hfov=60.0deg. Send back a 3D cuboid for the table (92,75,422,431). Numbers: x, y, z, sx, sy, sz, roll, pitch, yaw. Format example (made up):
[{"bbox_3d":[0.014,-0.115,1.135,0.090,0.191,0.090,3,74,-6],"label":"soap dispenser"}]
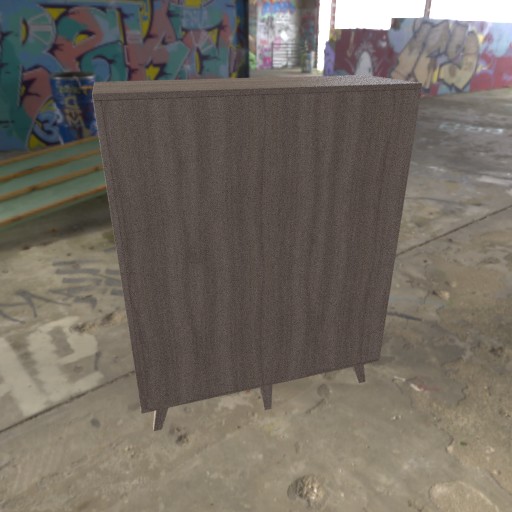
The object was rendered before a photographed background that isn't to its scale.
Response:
[{"bbox_3d":[0.000,0.000,1.898,1.111,1.388,0.398,-8,27,-15],"label":"table"}]
